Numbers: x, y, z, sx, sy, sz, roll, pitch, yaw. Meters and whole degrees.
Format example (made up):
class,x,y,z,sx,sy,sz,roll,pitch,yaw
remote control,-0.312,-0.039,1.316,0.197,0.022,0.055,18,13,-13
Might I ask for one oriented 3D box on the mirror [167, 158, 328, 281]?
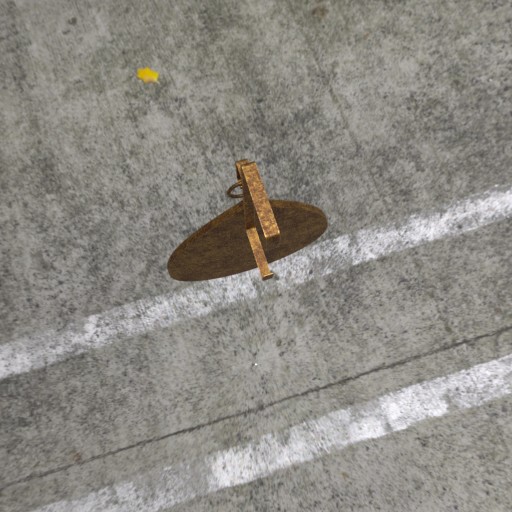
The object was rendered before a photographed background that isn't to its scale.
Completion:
class,x,y,z,sx,sy,sz,roll,pitch,yaw
mirror,0.000,0.000,0.925,0.405,0.744,0.144,-17,77,-4
